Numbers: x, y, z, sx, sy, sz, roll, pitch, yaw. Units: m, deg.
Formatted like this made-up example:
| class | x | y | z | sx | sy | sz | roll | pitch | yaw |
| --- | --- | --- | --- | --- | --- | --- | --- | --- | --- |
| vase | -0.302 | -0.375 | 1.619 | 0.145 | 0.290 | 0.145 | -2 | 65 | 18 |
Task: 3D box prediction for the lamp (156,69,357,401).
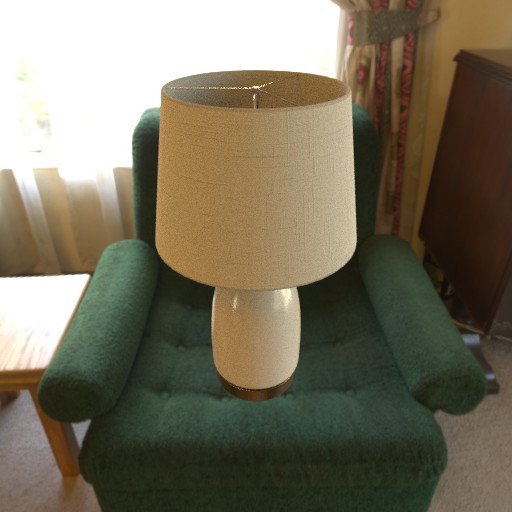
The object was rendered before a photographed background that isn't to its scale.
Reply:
| class | x | y | z | sx | sy | sz | roll | pitch | yaw |
| --- | --- | --- | --- | --- | --- | --- | --- | --- | --- |
| lamp | 0.000 | 0.000 | 0.662 | 0.285 | 0.483 | 0.285 | 0 | 32 | 0 |
